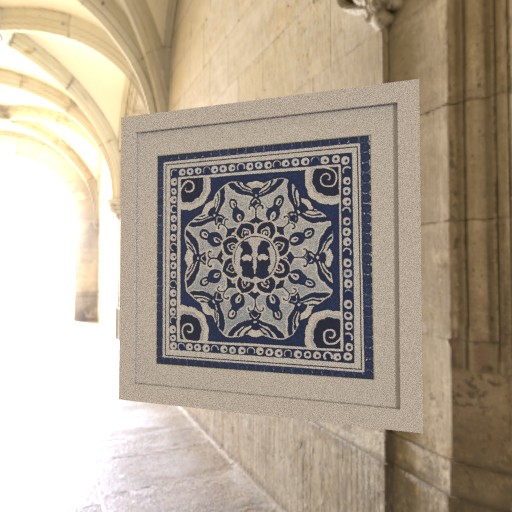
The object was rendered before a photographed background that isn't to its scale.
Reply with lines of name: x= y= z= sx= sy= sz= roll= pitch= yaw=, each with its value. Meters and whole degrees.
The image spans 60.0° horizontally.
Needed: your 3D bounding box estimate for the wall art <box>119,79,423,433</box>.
wall art: x=0.000 y=0.000 z=0.801 sx=0.559 sy=0.559 sz=0.028 roll=-1 pitch=-2 yaw=19
